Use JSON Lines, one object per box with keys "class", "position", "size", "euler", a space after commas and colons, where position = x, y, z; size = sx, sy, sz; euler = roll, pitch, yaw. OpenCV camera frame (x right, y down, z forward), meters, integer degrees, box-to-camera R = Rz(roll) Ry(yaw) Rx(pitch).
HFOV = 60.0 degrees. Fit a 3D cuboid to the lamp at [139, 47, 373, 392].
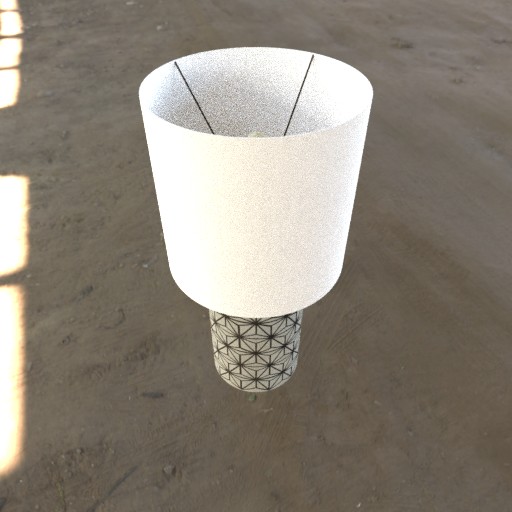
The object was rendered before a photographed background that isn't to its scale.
{"class": "lamp", "position": [0.000, 0.000, 0.537], "size": [0.206, 0.416, 0.206], "euler": [26, 48, 26]}
